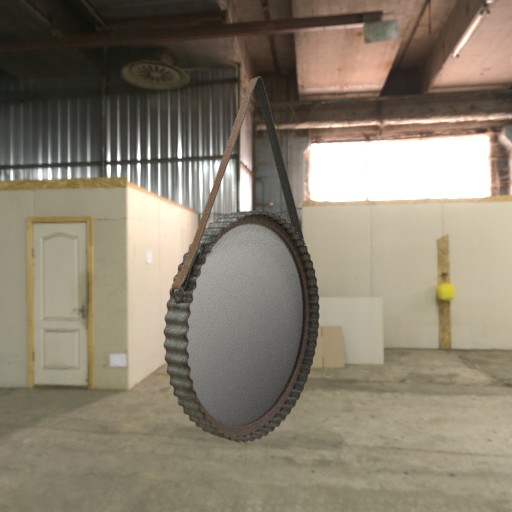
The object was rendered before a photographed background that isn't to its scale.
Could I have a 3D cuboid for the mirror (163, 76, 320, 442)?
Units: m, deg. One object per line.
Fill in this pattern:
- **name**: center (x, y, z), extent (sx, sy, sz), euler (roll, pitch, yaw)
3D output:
- **mirror**: center (0.000, 0.000, 0.708), extent (0.042, 0.568, 0.355), euler (0, 1, 36)
